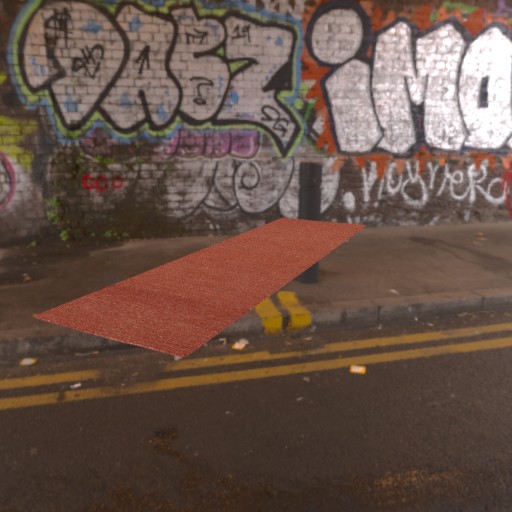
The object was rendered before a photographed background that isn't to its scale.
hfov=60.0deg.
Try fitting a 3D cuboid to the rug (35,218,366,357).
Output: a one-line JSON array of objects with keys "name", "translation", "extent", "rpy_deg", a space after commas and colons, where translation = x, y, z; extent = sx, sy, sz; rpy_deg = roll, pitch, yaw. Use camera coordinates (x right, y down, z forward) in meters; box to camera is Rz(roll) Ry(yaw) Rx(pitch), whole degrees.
[{"name": "rug", "translation": [0.000, 0.000, 2.488], "extent": [0.687, 0.012, 2.307], "rpy_deg": [8, 17, 26]}]
